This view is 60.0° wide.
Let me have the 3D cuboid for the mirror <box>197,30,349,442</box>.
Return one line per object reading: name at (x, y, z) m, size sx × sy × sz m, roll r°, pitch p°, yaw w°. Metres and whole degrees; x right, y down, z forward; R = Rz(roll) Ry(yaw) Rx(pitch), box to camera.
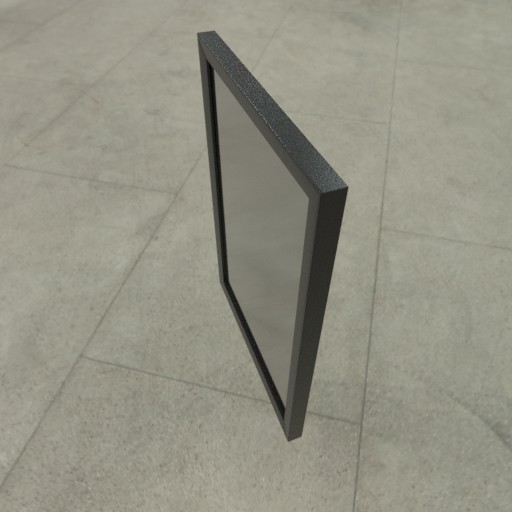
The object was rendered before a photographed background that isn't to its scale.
mirror at (0.000, 0.000, 0.915) m, size 0.040 × 0.710 × 0.507 m, roll -15°, pitch 48°, yaw -14°
